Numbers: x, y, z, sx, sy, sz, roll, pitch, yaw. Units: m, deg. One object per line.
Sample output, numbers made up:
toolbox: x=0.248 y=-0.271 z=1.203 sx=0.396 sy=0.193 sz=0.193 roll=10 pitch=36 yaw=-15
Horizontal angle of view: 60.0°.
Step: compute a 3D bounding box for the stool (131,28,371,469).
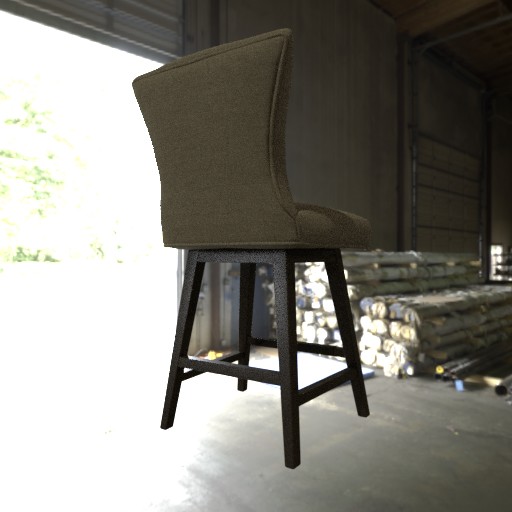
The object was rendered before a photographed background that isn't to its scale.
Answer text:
stool: x=0.000 y=0.000 z=1.297 sx=0.514 sy=1.000 sz=0.574 roll=0 pitch=0 yaw=34
